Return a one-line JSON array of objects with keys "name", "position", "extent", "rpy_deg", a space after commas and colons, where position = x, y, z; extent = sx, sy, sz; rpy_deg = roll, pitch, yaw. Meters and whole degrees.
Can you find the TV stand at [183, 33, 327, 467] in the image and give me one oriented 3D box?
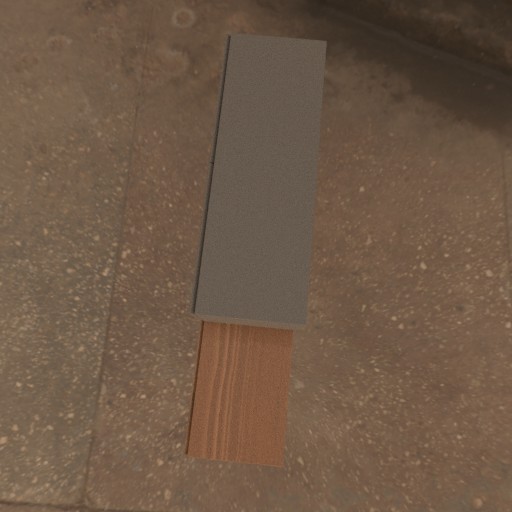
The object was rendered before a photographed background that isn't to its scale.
[{"name": "TV stand", "position": [0.000, 0.000, 1.580], "extent": [0.329, 0.591, 1.336], "rpy_deg": [6, 77, 1]}]
